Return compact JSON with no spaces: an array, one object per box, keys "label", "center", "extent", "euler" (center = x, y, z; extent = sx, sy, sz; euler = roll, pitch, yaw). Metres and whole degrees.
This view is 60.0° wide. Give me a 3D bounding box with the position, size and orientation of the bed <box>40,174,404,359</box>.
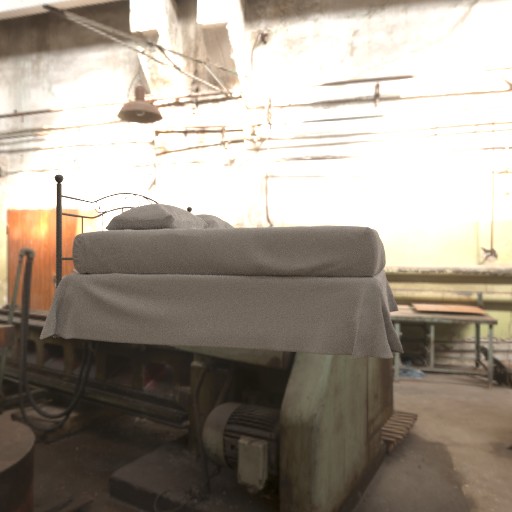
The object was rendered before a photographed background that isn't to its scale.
[{"label":"bed","center":[0.000,0.000,3.583],"extent":[2.220,1.080,2.309],"euler":[0,0,17]}]
